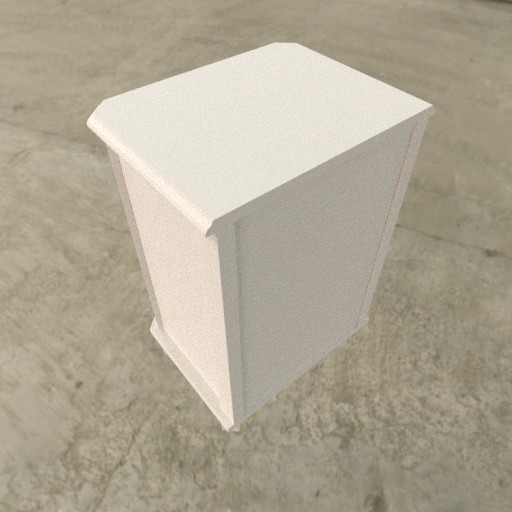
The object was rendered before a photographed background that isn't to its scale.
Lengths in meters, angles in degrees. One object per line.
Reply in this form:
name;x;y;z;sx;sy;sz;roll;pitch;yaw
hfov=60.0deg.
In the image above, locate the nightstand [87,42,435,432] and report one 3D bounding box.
nightstand;0.000;0.000;0.926;0.435;0.681;0.351;-31;54;-26
